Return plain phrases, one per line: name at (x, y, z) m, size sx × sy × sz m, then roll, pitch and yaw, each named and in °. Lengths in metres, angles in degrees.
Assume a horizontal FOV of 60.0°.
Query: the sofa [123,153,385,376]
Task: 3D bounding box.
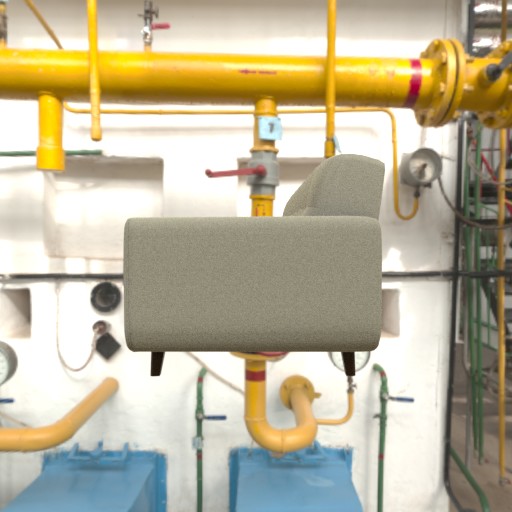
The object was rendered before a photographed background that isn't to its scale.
sofa at (0.000, 0.000, 2.635) m, size 0.980 × 0.892 × 2.137 m, roll 0°, pitch 2°, yaw 0°
